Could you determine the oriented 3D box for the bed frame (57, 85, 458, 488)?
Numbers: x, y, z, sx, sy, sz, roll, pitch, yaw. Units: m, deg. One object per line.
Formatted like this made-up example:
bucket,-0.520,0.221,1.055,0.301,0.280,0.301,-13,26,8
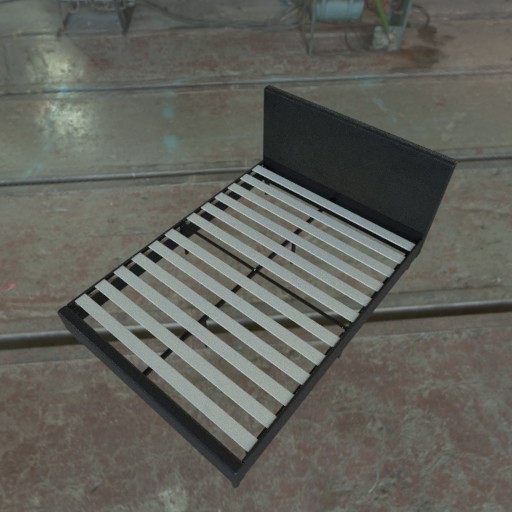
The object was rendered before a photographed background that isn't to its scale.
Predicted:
bed frame,0.000,0.000,3.165,1.634,1.127,2.318,32,56,25
